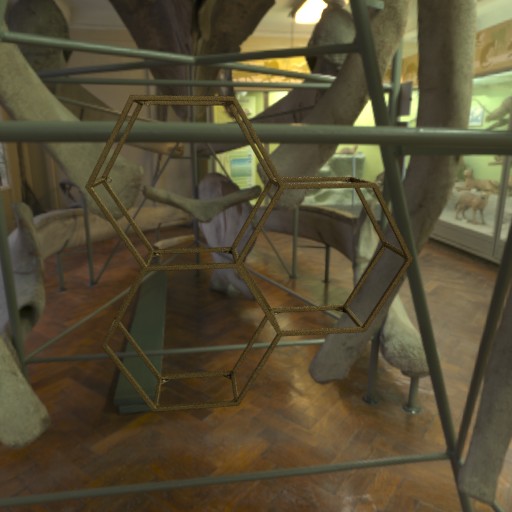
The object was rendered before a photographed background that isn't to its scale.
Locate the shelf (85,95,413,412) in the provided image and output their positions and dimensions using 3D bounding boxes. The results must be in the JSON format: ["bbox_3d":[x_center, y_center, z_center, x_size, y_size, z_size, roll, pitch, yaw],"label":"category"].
[{"bbox_3d":[0.000,0.000,1.047,0.708,0.701,0.150,-2,16,-7],"label":"shelf"}]
